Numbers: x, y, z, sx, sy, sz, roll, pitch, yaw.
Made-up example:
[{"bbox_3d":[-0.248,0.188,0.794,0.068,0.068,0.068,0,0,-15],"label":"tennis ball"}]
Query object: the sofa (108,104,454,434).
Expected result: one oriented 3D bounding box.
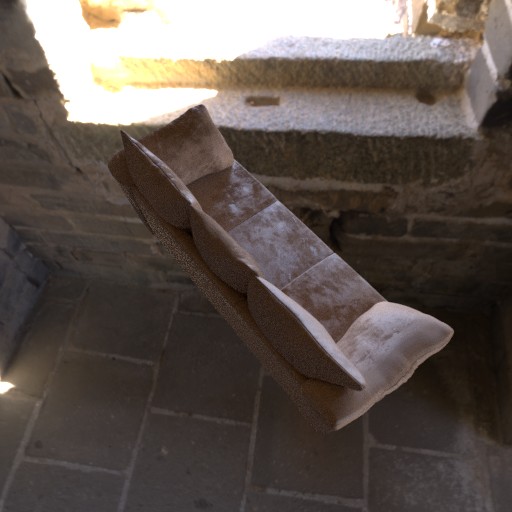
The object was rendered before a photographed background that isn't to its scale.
[{"bbox_3d":[0.000,0.000,2.941,0.893,0.981,2.377,-34,64,-20],"label":"sofa"}]
